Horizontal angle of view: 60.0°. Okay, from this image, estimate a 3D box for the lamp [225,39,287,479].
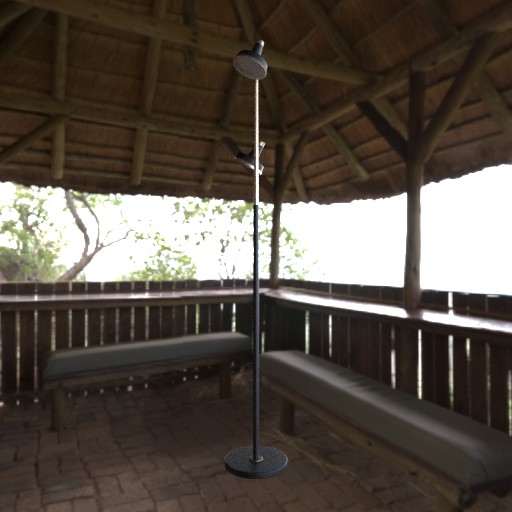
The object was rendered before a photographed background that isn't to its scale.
[{"bbox_3d":[0.000,0.000,1.794,0.253,1.674,0.351,0,-1,0],"label":"lamp"}]
